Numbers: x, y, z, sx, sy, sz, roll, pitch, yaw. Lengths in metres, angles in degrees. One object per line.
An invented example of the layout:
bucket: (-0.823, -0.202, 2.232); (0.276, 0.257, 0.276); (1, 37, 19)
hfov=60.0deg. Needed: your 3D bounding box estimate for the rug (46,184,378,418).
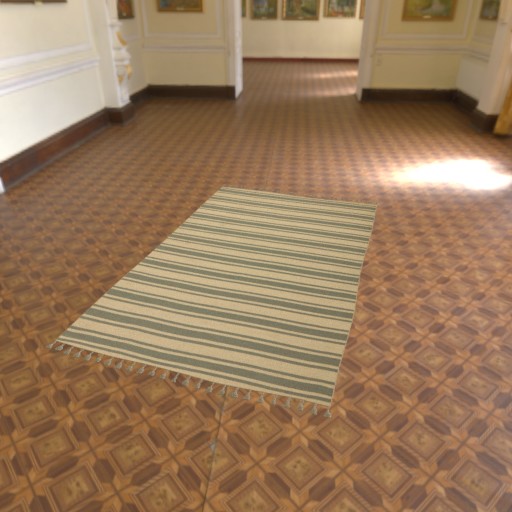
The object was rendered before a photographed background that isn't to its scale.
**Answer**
rug: (0.000, 0.000, 2.572); (1.222, 0.009, 2.084); (9, 31, 16)
